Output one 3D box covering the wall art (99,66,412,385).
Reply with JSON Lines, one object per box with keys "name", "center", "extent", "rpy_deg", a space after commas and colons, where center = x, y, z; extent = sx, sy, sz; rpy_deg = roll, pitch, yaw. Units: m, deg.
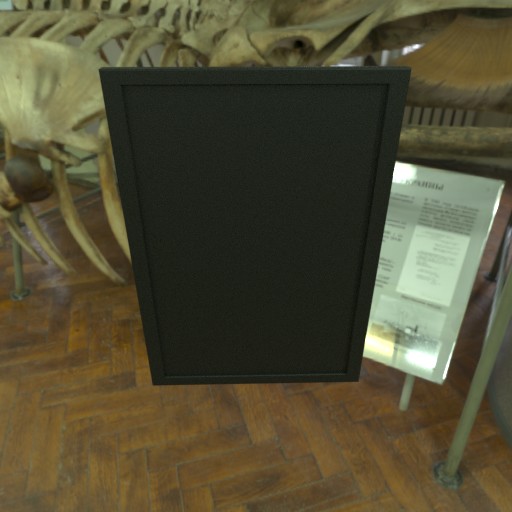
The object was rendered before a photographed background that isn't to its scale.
{"name": "wall art", "center": [0.000, 0.000, 0.546], "extent": [0.303, 0.431, 0.013], "rpy_deg": [-1, 31, -1]}
